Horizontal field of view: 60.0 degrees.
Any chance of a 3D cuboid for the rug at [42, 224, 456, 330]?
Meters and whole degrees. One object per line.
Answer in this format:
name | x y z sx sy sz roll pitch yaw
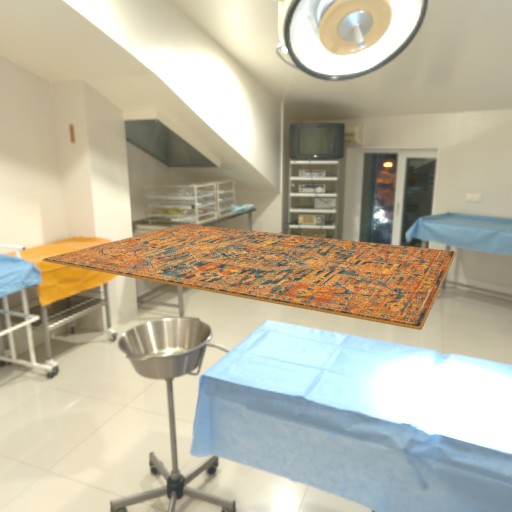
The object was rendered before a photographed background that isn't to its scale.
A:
rug | 0.000 0.000 1.096 0.863 0.008 0.557 7 16 28
